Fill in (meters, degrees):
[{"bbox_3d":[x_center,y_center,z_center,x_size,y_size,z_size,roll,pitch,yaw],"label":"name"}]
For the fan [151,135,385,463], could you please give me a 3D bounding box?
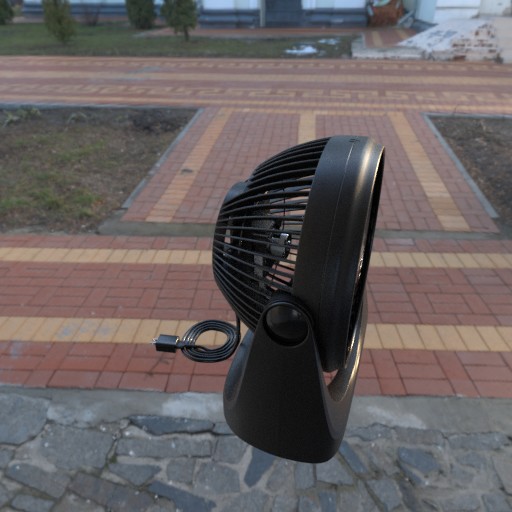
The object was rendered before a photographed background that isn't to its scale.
[{"bbox_3d":[0.000,0.000,0.492,0.256,0.277,0.273,10,33,16],"label":"fan"}]
